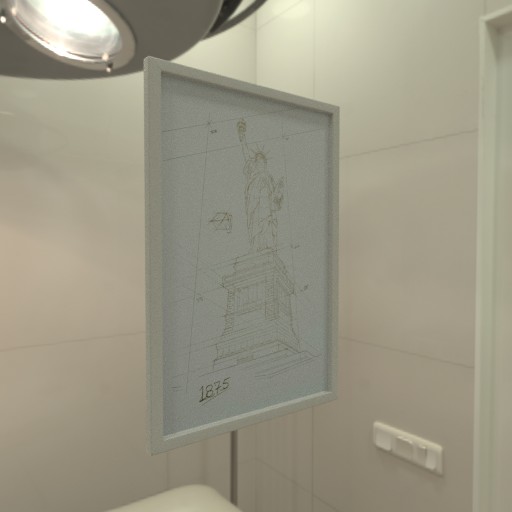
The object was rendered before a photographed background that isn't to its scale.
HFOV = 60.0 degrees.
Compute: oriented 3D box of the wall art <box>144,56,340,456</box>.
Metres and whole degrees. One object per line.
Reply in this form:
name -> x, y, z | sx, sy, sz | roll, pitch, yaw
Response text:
wall art -> 0.000, 0.000, 1.561 | 0.808, 1.183, 0.038 | -1, 2, -37
